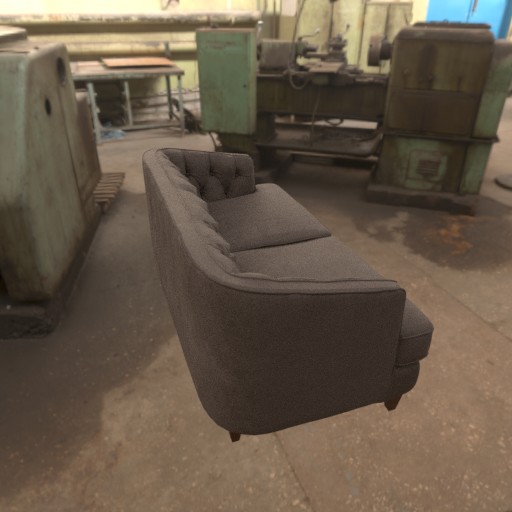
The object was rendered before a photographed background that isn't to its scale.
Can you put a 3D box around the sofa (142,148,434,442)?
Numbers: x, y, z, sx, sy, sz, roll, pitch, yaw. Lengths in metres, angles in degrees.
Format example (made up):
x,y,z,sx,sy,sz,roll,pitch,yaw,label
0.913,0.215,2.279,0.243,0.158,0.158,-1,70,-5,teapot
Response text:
x,y,z,sx,sy,sz,roll,pitch,yaw,label
0.000,0.000,2.319,0.941,0.855,1.733,-10,31,-17,sofa
